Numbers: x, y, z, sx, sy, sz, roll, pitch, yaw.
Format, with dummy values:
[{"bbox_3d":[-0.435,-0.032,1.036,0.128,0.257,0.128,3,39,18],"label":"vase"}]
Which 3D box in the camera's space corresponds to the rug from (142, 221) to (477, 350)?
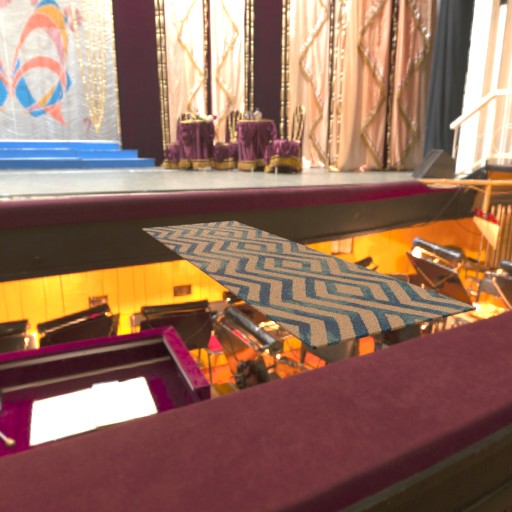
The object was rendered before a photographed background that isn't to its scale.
[{"bbox_3d":[0.000,0.000,1.658,0.503,0.007,1.492,-7,16,-26],"label":"rug"}]
